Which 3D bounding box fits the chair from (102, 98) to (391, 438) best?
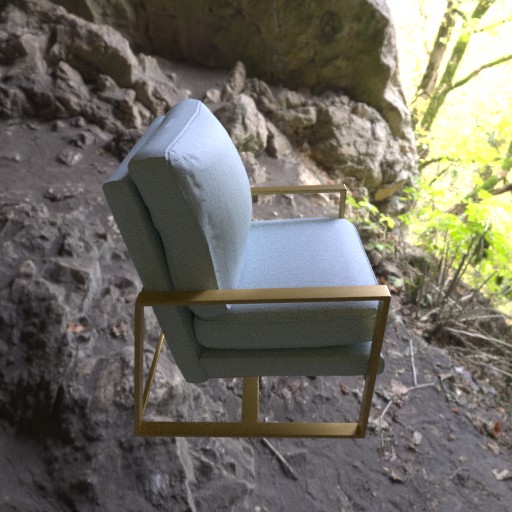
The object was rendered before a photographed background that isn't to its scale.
[{"bbox_3d":[0.000,0.000,1.544,0.813,0.956,0.758,0,32,1],"label":"chair"}]
